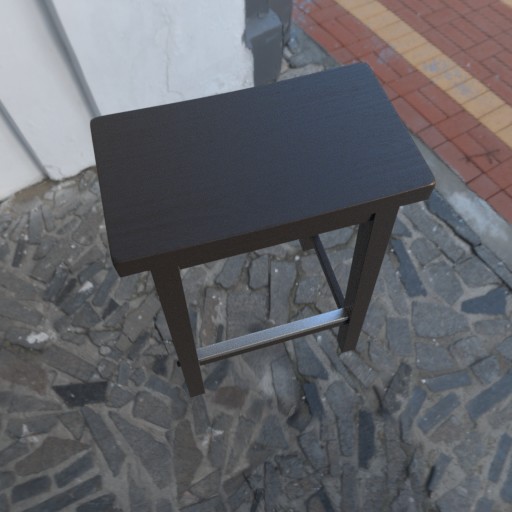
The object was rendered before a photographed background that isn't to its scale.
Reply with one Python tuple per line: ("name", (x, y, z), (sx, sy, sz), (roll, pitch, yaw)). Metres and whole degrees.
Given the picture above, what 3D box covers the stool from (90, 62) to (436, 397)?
("stool", (0.000, 0.000, 0.845), (0.406, 0.610, 0.322), (-14, 64, -7))
